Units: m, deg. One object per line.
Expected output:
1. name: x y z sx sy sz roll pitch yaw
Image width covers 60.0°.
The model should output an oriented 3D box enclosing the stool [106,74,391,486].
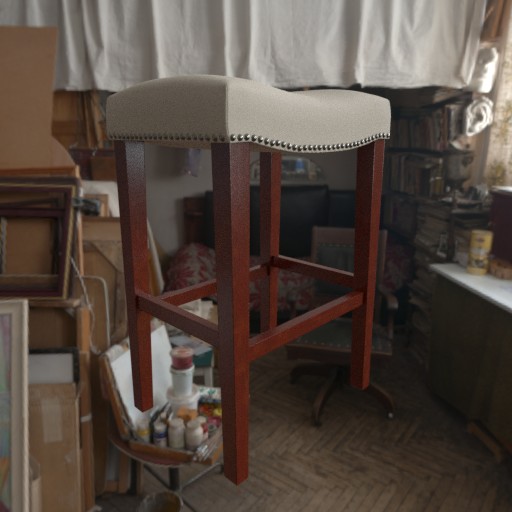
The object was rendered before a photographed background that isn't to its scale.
1. stool: 0.000 0.000 1.025 0.372 0.742 0.504 15 21 42
